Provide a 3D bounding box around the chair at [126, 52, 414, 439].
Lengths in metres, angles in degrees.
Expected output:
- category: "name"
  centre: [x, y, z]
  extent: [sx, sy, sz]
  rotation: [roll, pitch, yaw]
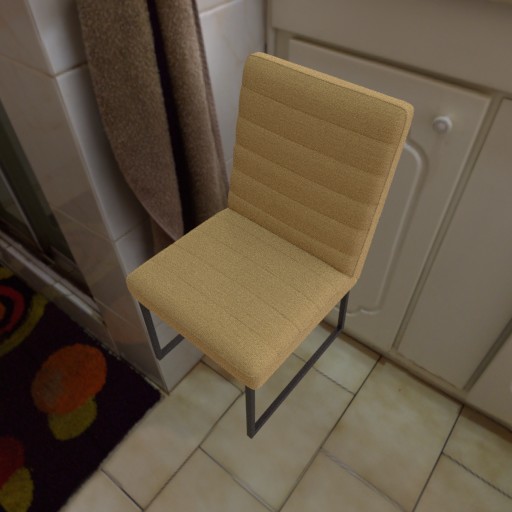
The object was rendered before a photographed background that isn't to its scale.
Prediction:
- category: "chair"
  centre: [0.000, 0.000, 1.354]
  extent: [0.520, 0.930, 0.634]
  rotation: [31, 54, 26]
